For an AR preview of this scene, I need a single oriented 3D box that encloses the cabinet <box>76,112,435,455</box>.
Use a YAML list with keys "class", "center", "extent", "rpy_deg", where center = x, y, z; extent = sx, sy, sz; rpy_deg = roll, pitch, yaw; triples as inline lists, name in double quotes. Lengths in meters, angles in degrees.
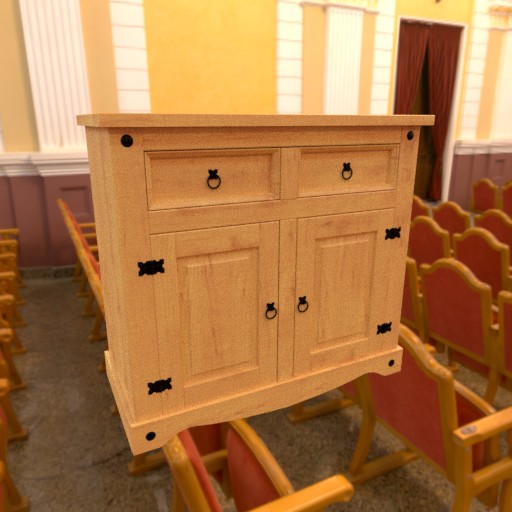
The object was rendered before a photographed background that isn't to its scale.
- class: "cabinet"
  center: [0.000, 0.000, 1.387]
  extent: [0.920, 0.840, 0.450]
  rpy_deg: [-8, 19, -25]
